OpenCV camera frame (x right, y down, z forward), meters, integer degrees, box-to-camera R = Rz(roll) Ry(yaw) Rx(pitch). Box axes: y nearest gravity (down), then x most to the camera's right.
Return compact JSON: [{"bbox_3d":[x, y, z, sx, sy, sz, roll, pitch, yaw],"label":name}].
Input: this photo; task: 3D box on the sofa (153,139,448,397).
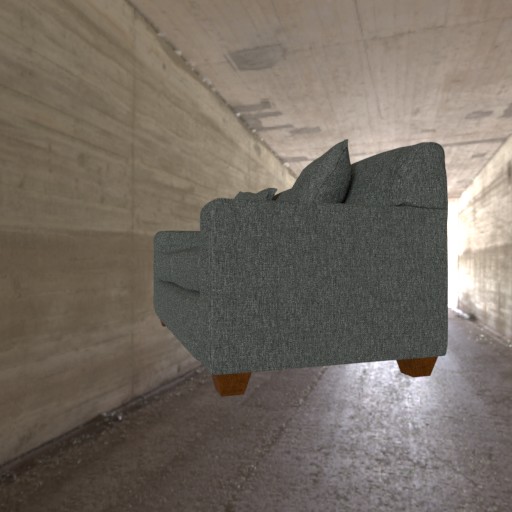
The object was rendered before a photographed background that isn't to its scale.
[{"bbox_3d":[0.000,0.000,2.430,0.998,0.958,1.846,0,-1,-18],"label":"sofa"}]
